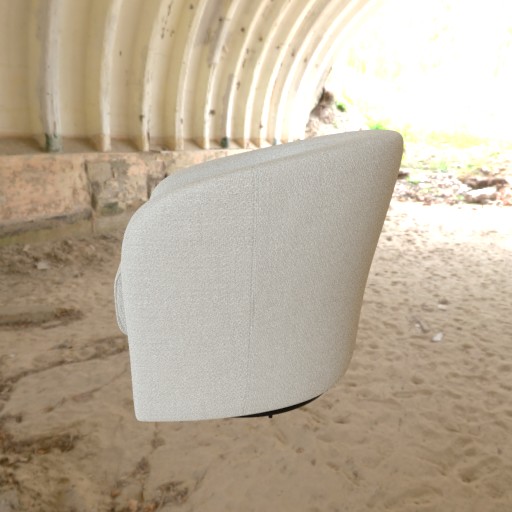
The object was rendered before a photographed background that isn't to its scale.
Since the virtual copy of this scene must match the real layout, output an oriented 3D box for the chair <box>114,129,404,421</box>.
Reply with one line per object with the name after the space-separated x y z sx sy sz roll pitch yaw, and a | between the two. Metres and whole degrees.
0.000 0.000 1.400 0.815 0.771 0.791 -2 14 -8 | chair
